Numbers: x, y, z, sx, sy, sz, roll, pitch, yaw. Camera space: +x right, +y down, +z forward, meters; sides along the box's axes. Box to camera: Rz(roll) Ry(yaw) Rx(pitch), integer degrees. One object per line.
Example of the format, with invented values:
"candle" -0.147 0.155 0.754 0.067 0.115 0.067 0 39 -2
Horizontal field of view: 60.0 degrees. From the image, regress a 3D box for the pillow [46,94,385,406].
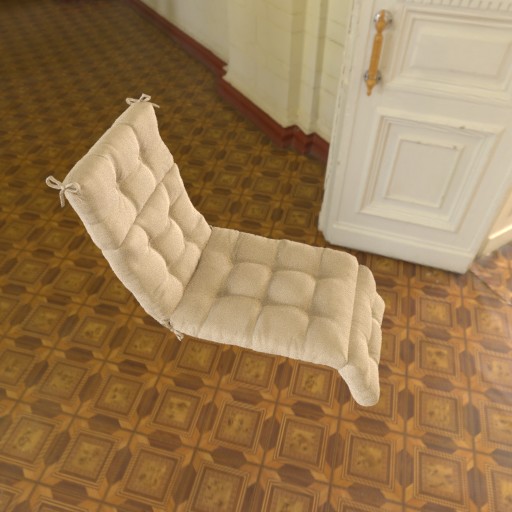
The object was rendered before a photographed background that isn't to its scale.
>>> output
"pillow" 0.000 0.000 1.533 1.016 0.863 0.526 10 47 10
